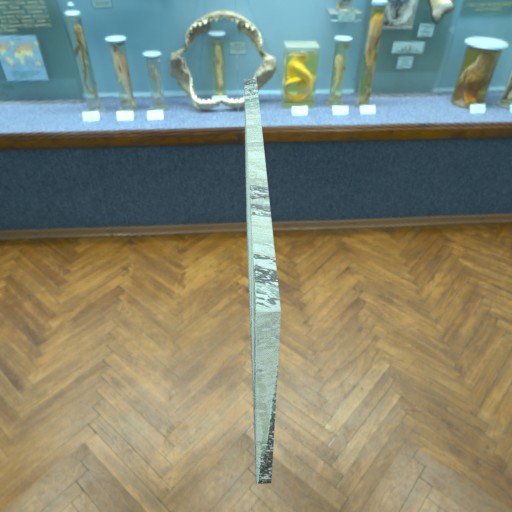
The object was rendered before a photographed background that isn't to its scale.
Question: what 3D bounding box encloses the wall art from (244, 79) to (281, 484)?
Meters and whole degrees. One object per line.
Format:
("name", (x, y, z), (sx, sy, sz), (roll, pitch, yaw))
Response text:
("wall art", (0.000, 0.000, 1.175), (0.038, 0.598, 0.919), (-1, 41, -2))
